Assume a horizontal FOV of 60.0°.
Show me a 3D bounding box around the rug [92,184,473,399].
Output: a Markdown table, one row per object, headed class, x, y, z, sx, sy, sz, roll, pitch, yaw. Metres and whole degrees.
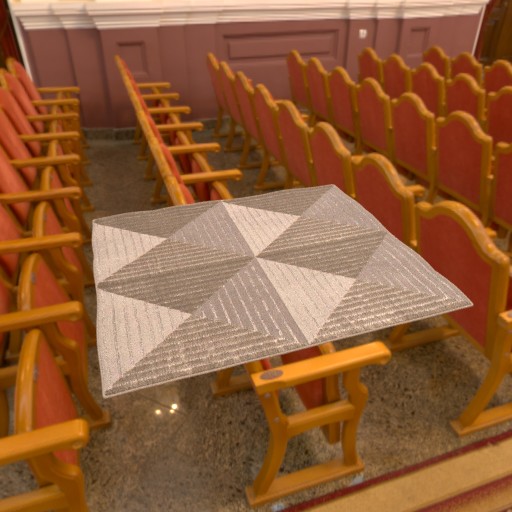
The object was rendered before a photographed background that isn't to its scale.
| class | x | y | z | sx | sy | sz | roll | pitch | yaw |
| --- | --- | --- | --- | --- | --- | --- | --- | --- | --- |
| rug | 0.000 | 0.000 | 0.919 | 0.642 | 0.008 | 0.551 | -10 | 35 | -15 |
